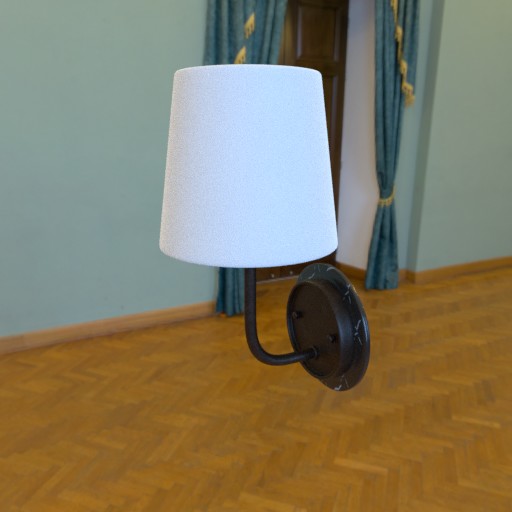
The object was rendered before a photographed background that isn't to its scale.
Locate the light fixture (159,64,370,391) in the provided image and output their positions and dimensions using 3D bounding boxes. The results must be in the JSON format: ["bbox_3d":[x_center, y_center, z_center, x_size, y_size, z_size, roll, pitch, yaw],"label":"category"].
[{"bbox_3d":[0.000,0.000,0.443,0.188,0.337,0.168,-8,18,-26],"label":"light fixture"}]
